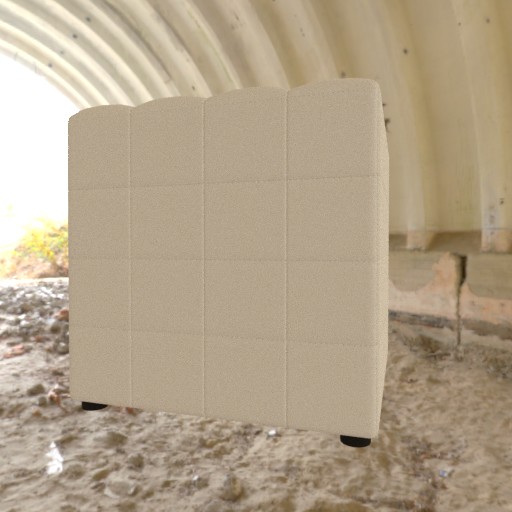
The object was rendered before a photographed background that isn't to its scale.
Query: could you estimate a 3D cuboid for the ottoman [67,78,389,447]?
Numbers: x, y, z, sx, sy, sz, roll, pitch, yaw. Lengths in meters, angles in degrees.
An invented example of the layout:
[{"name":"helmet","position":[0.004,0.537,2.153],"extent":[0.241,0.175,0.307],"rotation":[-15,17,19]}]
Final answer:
[{"name":"ottoman","position":[0.000,0.000,0.759],"extent":[0.425,0.432,0.425],"rotation":[0,1,18]}]
